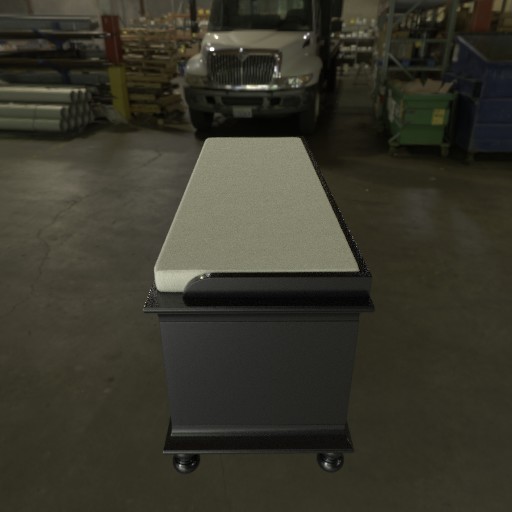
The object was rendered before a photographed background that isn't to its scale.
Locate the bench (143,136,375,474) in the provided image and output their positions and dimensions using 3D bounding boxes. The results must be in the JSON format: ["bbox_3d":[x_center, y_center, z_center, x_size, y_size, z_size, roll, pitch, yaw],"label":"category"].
[{"bbox_3d":[0.000,0.000,1.384,0.402,0.501,1.185,0,27,-1],"label":"bench"}]
